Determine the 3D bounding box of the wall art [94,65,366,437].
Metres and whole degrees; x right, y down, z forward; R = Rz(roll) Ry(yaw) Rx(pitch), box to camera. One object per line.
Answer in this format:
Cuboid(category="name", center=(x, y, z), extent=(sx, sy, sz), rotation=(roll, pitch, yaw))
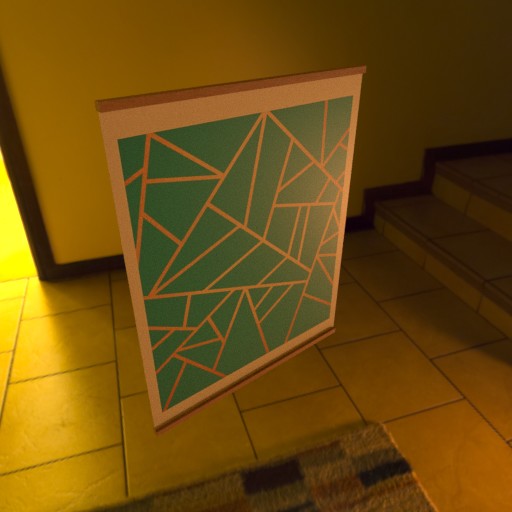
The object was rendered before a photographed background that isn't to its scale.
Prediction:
Cuboid(category="wall art", center=(0.000, 0.000, 0.679), extent=(0.405, 0.508, 0.012), rotation=(-22, 37, -32))
